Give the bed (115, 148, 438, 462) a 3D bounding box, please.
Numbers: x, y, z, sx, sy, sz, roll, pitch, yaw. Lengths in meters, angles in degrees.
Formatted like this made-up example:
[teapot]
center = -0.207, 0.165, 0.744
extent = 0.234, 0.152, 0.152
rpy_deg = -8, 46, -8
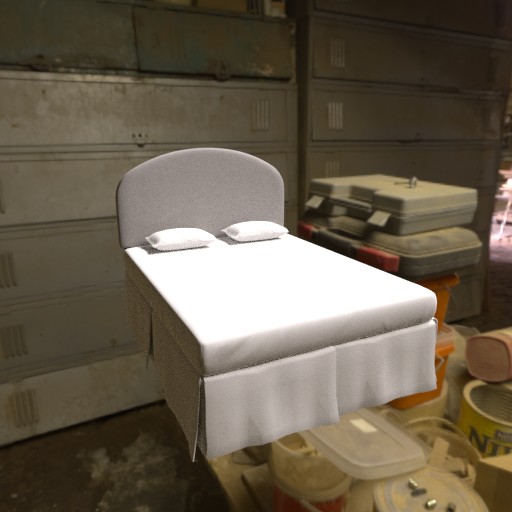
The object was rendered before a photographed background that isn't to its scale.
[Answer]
[bed]
center = 0.000, 0.000, 3.091
extent = 1.607, 1.410, 2.005
rpy_deg = -8, 17, -25
